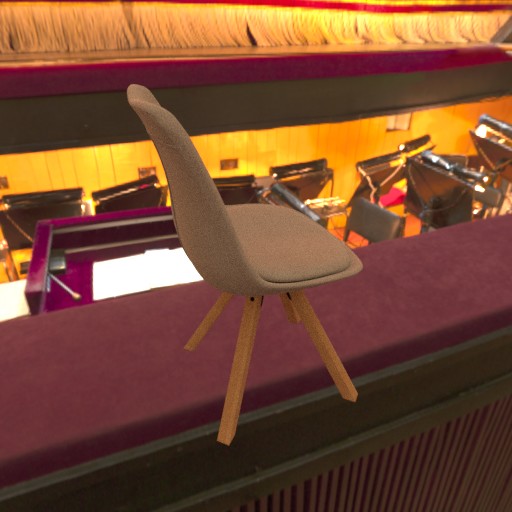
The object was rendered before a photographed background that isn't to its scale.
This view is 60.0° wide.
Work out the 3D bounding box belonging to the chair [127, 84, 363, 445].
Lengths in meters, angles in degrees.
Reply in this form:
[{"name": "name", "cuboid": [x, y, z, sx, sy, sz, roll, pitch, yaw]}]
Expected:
[{"name": "chair", "cuboid": [0.000, 0.000, 1.189, 0.549, 0.863, 0.474, -11, 32, -18]}]
